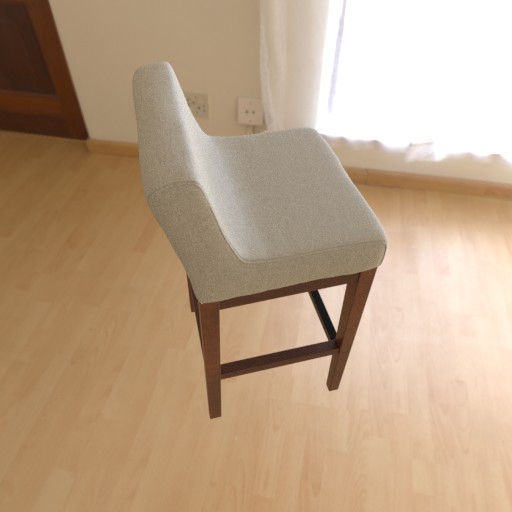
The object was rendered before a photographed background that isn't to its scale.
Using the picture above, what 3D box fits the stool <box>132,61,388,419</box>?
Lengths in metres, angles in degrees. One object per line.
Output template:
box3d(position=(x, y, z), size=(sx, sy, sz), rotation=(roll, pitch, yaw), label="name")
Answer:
box3d(position=(0.000, 0.000, 1.250), size=(0.500, 0.937, 0.511), rotation=(-10, 47, -9), label="stool")
